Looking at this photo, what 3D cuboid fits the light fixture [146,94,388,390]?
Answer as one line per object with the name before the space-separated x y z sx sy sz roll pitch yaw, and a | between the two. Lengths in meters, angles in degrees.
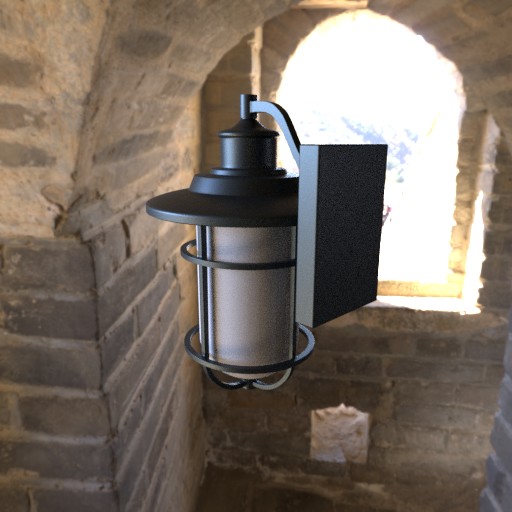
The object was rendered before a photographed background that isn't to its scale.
light fixture | 0.000 0.000 0.500 0.222 0.345 0.252 -13 20 -42
